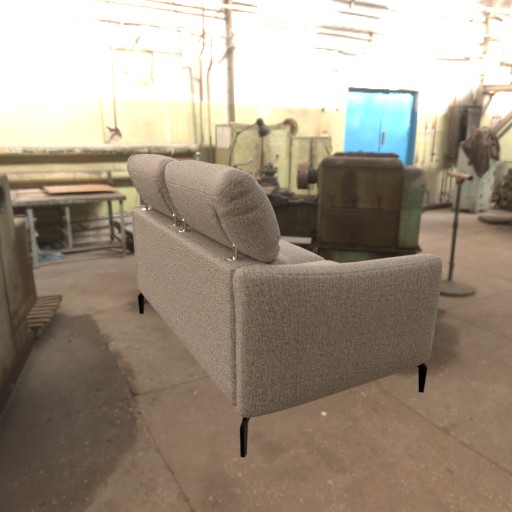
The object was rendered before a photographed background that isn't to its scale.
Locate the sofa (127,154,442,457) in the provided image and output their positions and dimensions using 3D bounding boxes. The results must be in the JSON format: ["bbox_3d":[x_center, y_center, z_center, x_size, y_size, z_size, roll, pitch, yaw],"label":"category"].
[{"bbox_3d":[0.000,0.000,2.142,0.905,0.950,1.540,-8,17,-27],"label":"sofa"}]
